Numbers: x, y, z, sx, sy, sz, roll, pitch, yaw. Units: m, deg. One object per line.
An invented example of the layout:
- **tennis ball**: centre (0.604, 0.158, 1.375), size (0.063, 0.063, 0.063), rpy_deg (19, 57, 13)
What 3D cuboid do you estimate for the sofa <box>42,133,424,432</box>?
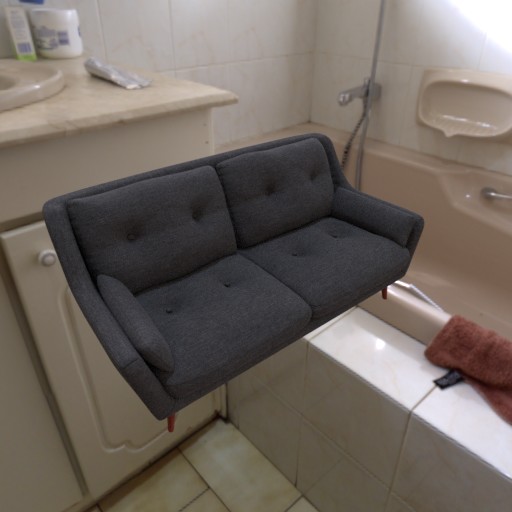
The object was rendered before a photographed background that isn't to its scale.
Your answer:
- **sofa**: centre (0.000, 0.000, 2.439), size (1.929, 0.896, 0.975), rpy_deg (-23, 38, -33)
